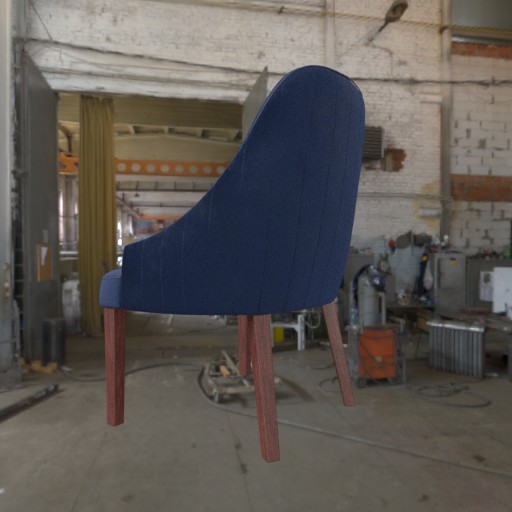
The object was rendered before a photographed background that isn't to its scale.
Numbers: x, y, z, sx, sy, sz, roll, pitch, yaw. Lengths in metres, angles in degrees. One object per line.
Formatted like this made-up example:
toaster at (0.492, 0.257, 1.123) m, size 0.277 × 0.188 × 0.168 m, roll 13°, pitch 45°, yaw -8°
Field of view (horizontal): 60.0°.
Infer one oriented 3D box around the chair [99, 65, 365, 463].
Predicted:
chair at (0.000, 0.000, 1.256) m, size 0.575 × 0.889 × 0.643 m, roll 1°, pitch 1°, yaw 35°
